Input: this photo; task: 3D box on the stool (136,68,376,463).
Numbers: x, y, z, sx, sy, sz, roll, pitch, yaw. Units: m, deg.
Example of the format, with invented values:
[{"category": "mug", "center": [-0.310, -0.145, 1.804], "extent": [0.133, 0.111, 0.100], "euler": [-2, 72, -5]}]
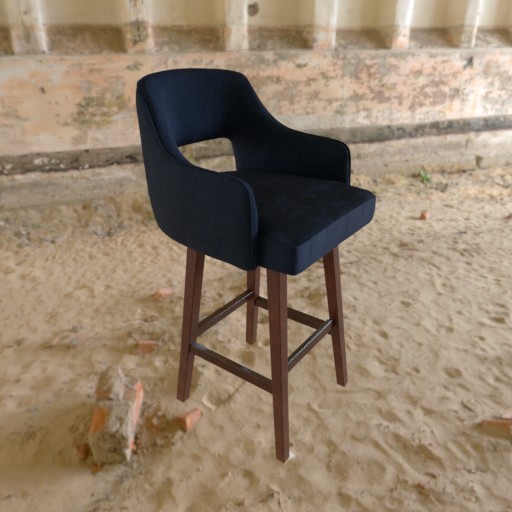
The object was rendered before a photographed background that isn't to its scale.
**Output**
[{"category": "stool", "center": [0.000, 0.000, 1.356], "extent": [0.560, 1.041, 0.550], "euler": [18, 31, 32]}]
